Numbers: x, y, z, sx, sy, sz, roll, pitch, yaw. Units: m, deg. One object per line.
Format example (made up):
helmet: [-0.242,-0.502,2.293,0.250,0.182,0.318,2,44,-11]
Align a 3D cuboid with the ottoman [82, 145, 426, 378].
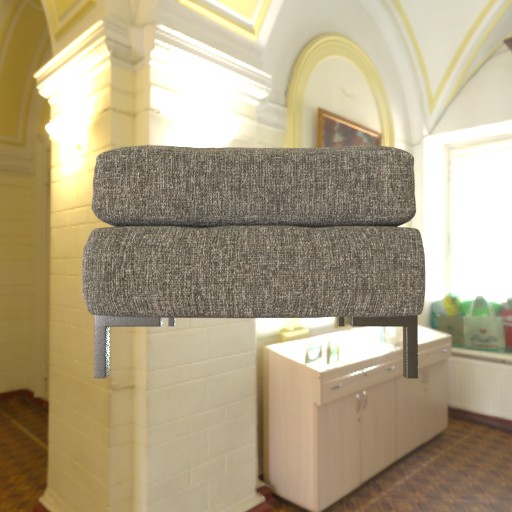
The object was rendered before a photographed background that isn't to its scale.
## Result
ottoman: [0.000,0.000,1.216,0.683,0.480,0.828,0,-1,0]
